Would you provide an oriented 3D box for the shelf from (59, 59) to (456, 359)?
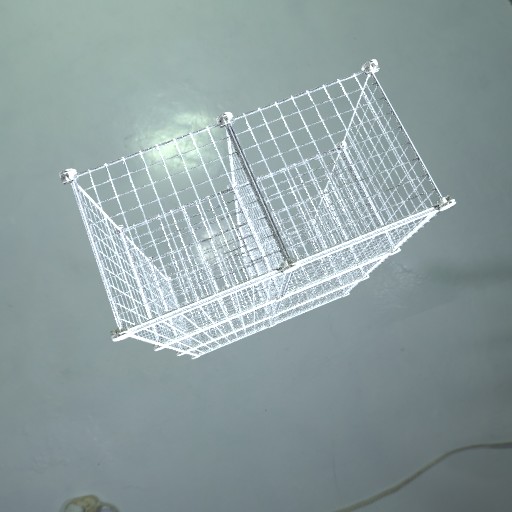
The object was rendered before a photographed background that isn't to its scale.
[{"bbox_3d":[0.000,0.000,1.389,0.711,1.067,0.356,-22,76,-6],"label":"shelf"}]
